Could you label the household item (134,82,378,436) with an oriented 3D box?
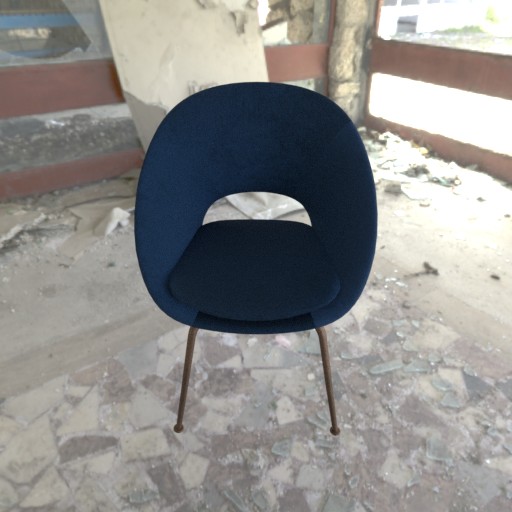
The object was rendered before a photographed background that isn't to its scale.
[{"bbox_3d":[0.000,0.000,1.274,0.623,0.852,0.573,1,32,1],"label":"household item"}]
